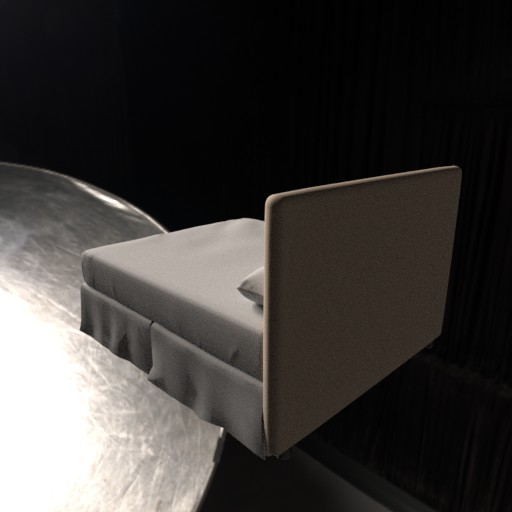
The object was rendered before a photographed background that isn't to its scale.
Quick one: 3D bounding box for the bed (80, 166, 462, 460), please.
[{"bbox_3d":[0.000,0.000,3.245,1.884,1.330,2.142,-16,23,-42],"label":"bed"}]
